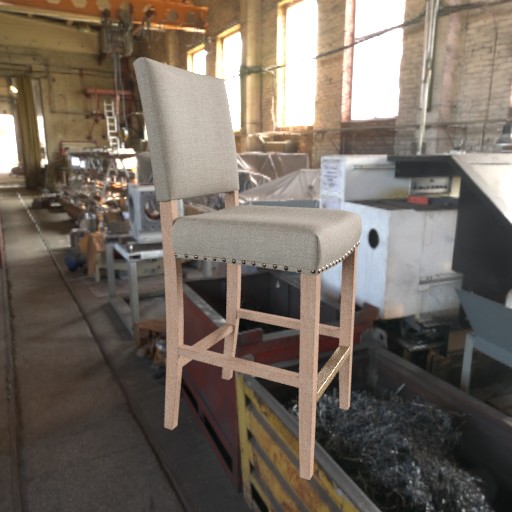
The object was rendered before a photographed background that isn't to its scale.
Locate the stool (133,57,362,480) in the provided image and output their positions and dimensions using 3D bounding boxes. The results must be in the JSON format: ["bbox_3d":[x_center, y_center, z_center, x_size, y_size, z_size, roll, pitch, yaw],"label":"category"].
[{"bbox_3d":[0.000,0.000,1.442,0.585,1.173,0.445,7,15,26],"label":"stool"}]
